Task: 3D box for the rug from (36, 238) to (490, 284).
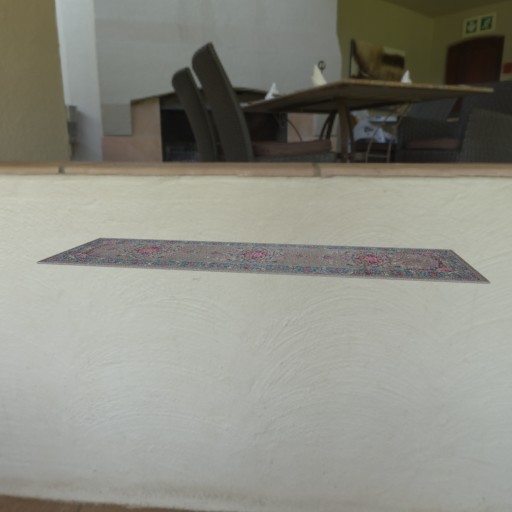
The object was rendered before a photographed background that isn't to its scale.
[{"bbox_3d":[0.000,0.000,2.022,1.827,0.012,0.553,2,14,9],"label":"rug"}]
